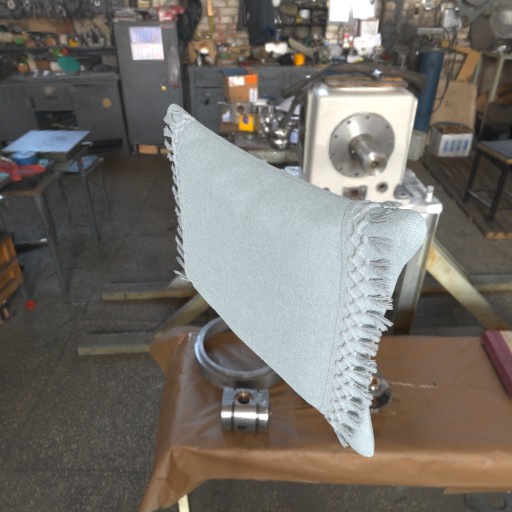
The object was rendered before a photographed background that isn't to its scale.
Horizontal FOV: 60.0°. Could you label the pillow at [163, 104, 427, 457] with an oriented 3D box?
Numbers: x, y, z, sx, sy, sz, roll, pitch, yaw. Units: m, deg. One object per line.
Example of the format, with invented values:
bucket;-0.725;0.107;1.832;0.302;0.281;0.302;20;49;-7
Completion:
pillow;0.000;0.000;0.575;0.084;0.305;0.466;-19;36;-28
